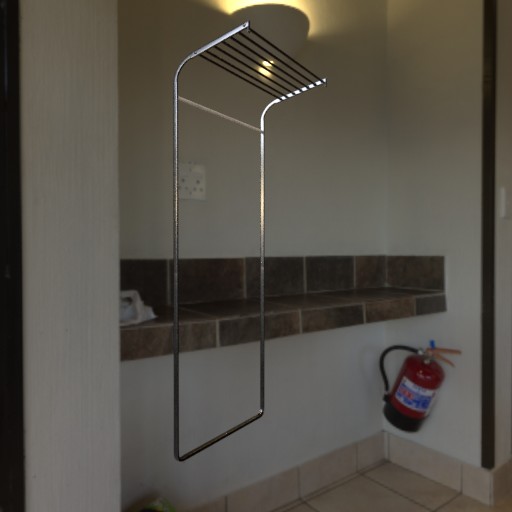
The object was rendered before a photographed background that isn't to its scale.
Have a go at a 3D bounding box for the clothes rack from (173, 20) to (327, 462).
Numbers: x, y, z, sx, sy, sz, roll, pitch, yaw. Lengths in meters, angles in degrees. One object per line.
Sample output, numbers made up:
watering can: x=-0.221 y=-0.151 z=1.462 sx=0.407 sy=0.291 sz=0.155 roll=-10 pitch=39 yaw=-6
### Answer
clothes rack: x=0.000 y=0.000 z=1.827 sx=0.349 sy=1.574 sz=0.609 roll=1 pitch=1 yaw=34
